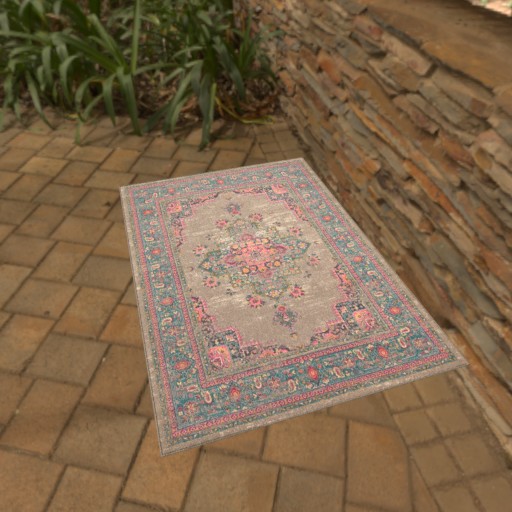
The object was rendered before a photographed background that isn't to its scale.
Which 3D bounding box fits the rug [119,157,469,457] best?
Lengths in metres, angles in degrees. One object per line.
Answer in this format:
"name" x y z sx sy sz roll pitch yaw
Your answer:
"rug" 0.000 0.000 3.691 2.005 0.013 2.890 -12 42 -13
